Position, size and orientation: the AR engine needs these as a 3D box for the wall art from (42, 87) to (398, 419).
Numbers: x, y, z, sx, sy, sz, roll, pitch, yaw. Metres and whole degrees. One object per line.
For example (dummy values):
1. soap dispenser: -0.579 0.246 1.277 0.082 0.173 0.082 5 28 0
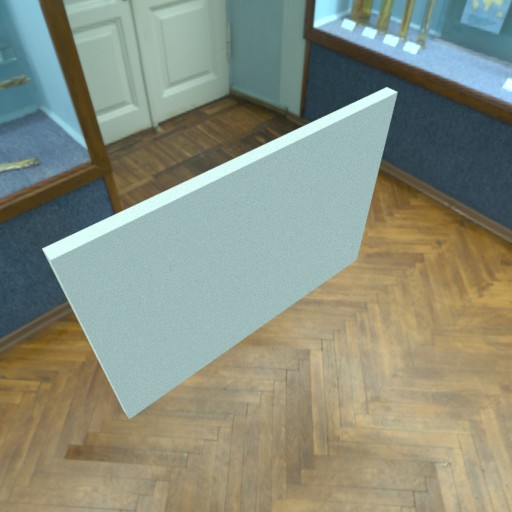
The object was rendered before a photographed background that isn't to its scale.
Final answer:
1. wall art: 0.000 0.000 1.677 1.308 0.902 0.051 -31 54 -26
